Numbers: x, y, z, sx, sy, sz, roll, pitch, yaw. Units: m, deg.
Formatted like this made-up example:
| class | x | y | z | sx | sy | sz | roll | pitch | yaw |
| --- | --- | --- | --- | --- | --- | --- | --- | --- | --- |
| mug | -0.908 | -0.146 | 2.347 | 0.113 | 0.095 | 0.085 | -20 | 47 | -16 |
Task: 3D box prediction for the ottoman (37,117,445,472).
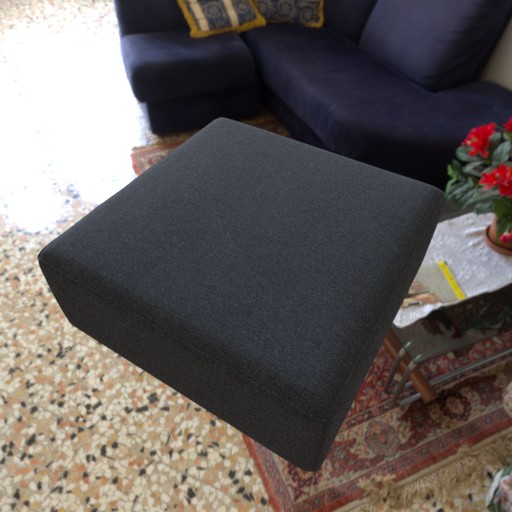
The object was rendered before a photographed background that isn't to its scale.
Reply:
| class | x | y | z | sx | sy | sz | roll | pitch | yaw |
| --- | --- | --- | --- | --- | --- | --- | --- | --- | --- |
| ottoman | 0.000 | 0.000 | 1.558 | 1.000 | 0.439 | 1.000 | 24 | 51 | 21 |
